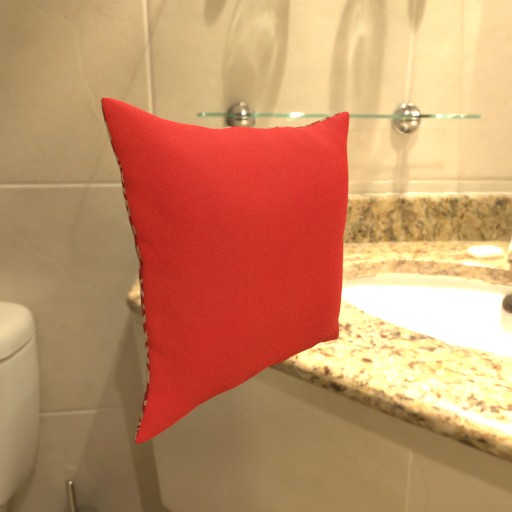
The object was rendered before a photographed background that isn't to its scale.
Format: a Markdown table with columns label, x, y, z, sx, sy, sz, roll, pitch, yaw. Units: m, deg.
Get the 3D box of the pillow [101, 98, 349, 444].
| label | x | y | z | sx | sy | sz | roll | pitch | yaw |
| --- | --- | --- | --- | --- | --- | --- | --- | --- | --- |
| pillow | 0.000 | 0.000 | 0.787 | 0.522 | 0.507 | 0.192 | -14 | 21 | -41 |
